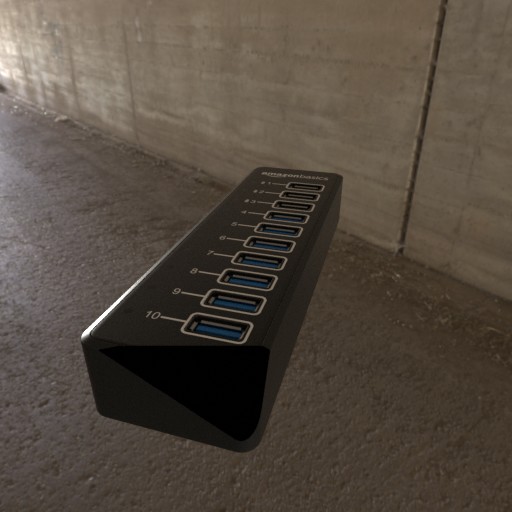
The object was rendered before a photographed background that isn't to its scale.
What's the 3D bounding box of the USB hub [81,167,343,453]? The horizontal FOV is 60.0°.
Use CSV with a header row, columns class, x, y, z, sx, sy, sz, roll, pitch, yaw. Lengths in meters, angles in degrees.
class,x,y,z,sx,sy,sz,roll,pitch,yaw
USB hub,0.000,0.000,0.162,0.044,0.023,0.145,8,29,15
